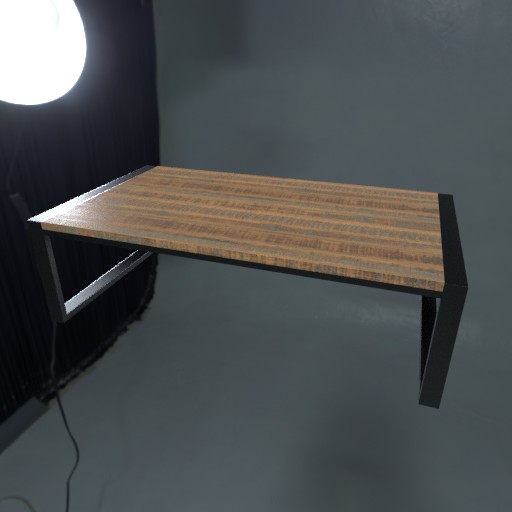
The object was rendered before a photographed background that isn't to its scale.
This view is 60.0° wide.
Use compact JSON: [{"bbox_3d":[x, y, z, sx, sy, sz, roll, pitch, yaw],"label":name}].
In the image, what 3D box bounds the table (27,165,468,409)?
[{"bbox_3d":[0.000,0.000,1.679,1.350,0.400,0.750,9,27,17],"label":"table"}]
